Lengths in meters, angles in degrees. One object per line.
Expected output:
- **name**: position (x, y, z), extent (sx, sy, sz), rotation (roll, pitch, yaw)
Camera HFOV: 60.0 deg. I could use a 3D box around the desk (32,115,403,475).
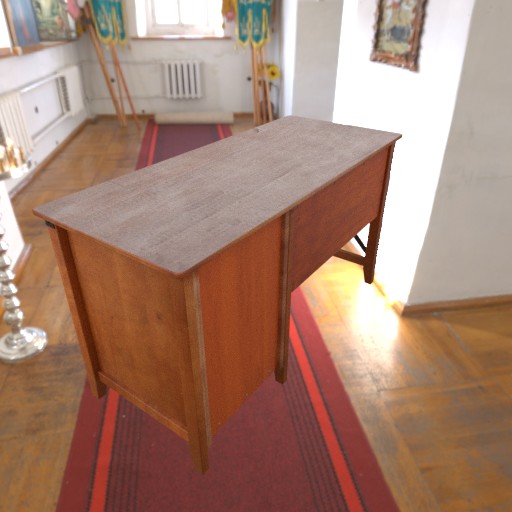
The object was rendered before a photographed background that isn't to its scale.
- **desk**: position (0.000, 0.000, 1.748), extent (0.574, 0.756, 1.353), rotation (20, 36, 30)
